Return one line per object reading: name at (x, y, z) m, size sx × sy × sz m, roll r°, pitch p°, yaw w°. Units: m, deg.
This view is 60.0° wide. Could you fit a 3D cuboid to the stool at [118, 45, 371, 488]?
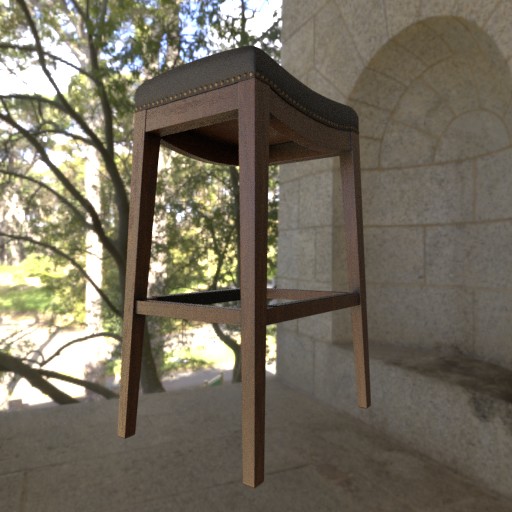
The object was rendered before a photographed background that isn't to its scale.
stool at (0.000, 0.000, 1.034) m, size 0.361 × 0.765 × 0.500 m, roll 0°, pitch 0°, yaw 36°
